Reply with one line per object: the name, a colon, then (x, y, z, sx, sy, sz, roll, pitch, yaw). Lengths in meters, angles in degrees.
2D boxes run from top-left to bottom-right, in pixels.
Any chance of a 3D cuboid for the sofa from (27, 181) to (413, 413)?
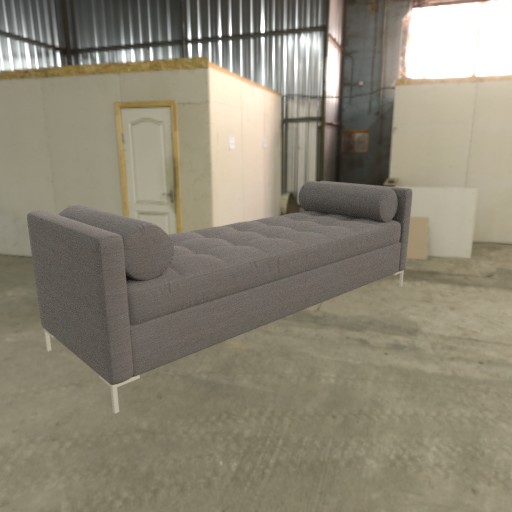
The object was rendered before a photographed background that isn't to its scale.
sofa: (0.000, 0.000, 2.326, 1.981, 0.635, 0.686, -14, 20, -42)
